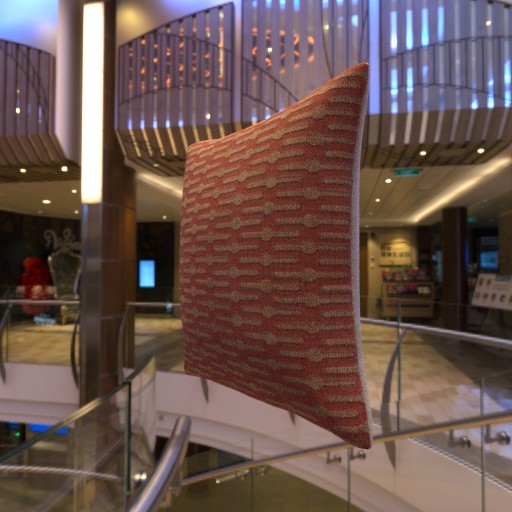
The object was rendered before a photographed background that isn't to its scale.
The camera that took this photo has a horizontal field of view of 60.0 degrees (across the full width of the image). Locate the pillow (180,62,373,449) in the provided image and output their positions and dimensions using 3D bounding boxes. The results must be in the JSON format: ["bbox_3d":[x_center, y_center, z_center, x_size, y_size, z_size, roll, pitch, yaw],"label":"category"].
[{"bbox_3d":[0.000,0.000,0.776,0.182,0.503,0.511,1,-2,-35],"label":"pillow"}]
